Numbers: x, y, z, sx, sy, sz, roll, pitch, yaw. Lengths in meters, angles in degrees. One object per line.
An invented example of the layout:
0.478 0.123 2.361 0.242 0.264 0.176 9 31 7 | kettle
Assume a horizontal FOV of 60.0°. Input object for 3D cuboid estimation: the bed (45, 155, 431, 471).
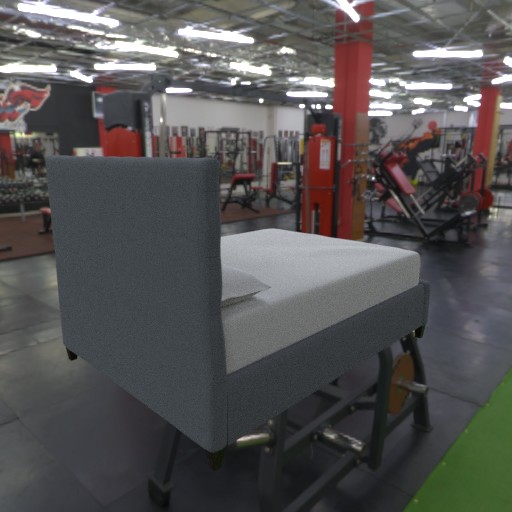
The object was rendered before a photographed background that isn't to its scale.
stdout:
0.000 0.000 3.209 1.698 1.427 2.231 13 18 43 | bed
